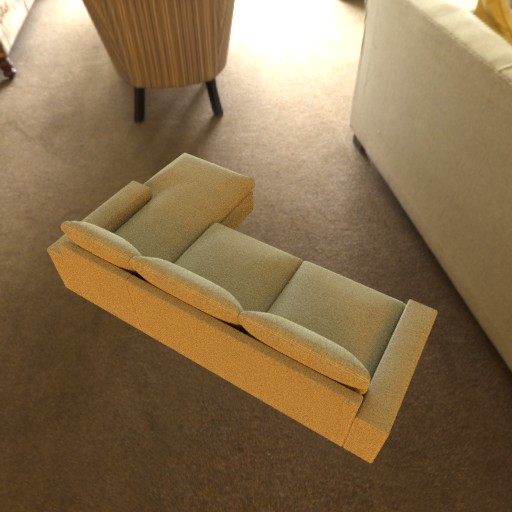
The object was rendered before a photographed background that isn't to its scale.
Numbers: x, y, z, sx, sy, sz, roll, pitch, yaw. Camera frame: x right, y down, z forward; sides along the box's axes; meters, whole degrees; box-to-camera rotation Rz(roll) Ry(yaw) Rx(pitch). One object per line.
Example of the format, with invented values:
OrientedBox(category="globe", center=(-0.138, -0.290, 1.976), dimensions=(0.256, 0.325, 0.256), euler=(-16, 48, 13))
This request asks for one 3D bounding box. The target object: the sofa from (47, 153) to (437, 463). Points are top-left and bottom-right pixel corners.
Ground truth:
OrientedBox(category="sofa", center=(0.000, 0.000, 3.459), dimensions=(2.718, 0.813, 1.689), euler=(24, 52, 20))
